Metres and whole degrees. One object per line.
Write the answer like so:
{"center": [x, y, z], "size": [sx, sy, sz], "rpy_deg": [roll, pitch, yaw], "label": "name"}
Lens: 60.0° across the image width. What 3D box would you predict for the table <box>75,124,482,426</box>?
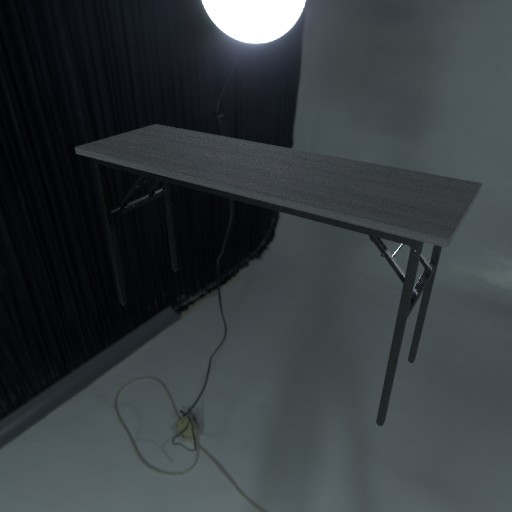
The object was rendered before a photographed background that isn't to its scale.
{"center": [0.000, 0.000, 1.741], "size": [1.399, 0.750, 0.449], "rpy_deg": [18, 35, 28], "label": "table"}
